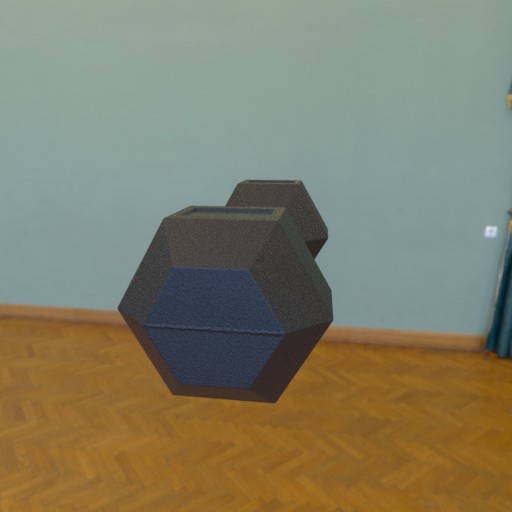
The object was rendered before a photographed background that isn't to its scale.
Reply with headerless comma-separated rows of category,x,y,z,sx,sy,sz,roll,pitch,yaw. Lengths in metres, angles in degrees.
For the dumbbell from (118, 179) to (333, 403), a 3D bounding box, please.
dumbbell,0.000,0.000,0.430,0.141,0.123,0.356,2,14,8
